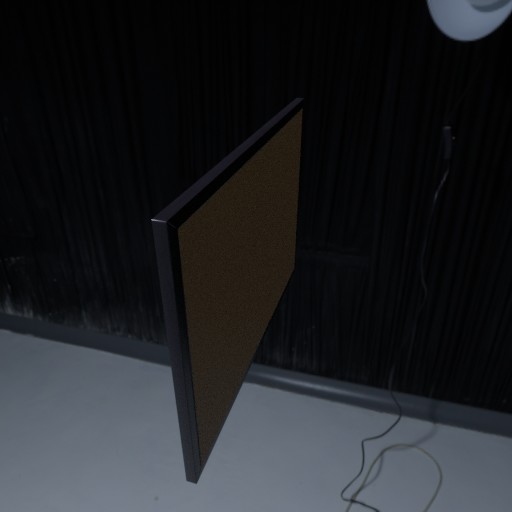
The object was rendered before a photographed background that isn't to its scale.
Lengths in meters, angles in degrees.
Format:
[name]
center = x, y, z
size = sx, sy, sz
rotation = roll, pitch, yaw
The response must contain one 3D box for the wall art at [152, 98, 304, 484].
[wall art]
center = 0.000, 0.000, 0.568
size = 0.013, 0.306, 0.440
rotation = 9, 32, 15
